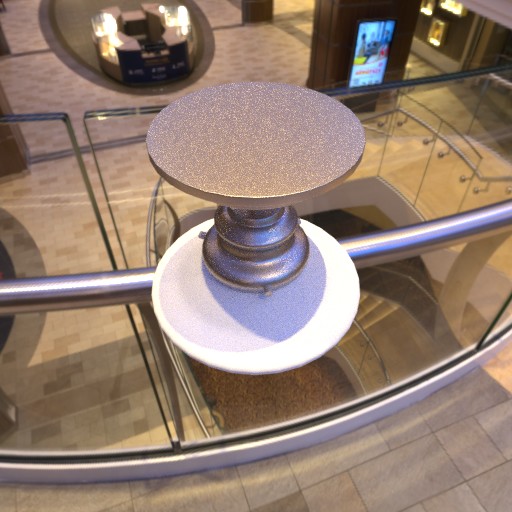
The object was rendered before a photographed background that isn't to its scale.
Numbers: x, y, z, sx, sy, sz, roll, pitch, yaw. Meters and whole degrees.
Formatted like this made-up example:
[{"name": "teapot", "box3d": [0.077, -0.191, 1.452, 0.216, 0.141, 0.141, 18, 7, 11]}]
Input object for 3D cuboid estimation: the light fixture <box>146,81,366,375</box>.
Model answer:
[{"name": "light fixture", "box3d": [0.000, 0.000, 0.401, 0.199, 0.254, 0.199, 0, 46, 0]}]
